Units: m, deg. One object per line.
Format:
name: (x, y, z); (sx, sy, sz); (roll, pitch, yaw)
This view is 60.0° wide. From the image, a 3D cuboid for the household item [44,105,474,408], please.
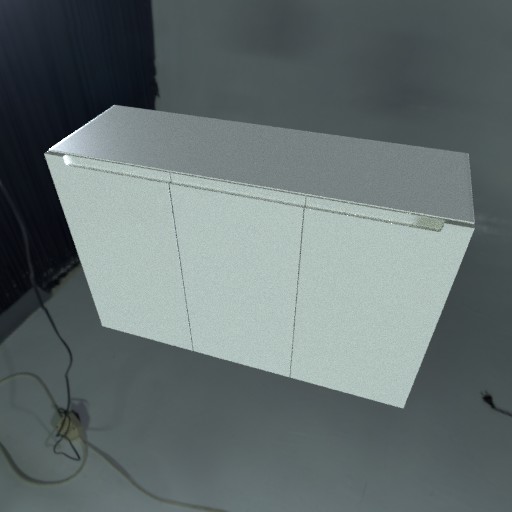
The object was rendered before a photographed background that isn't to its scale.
household item: (0.000, 0.000, 1.706); (1.300, 0.867, 0.420); (12, 42, 14)
